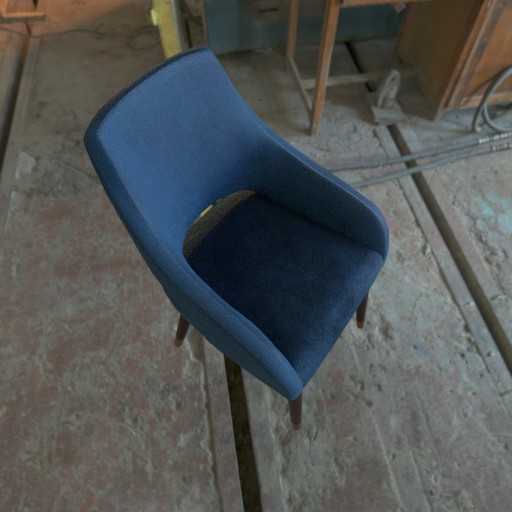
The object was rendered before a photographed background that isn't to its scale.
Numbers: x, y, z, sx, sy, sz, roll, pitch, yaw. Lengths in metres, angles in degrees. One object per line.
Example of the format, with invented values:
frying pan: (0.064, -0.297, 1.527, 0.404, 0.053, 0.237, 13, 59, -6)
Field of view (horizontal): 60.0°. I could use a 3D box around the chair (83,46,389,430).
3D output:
chair: (0.000, 0.000, 1.518, 0.794, 1.081, 0.683, 30, 61, 19)
